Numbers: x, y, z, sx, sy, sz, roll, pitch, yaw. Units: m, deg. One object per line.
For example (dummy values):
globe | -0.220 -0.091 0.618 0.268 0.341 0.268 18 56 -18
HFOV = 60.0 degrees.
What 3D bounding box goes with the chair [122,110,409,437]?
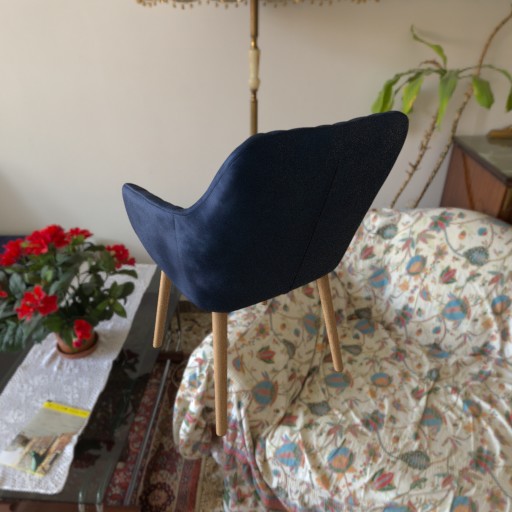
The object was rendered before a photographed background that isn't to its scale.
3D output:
chair | 0.000 0.000 1.214 0.578 0.826 0.573 -18 35 -29
